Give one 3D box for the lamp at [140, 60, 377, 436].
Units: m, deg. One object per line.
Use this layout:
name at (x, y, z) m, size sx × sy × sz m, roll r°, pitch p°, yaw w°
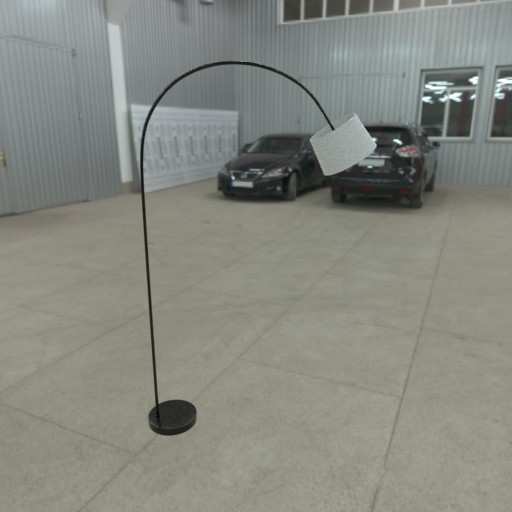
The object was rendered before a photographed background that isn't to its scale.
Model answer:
lamp at (0.000, 0.000, 2.592) m, size 1.363 × 2.104 × 0.331 m, roll -3°, pitch 16°, yaw -10°
